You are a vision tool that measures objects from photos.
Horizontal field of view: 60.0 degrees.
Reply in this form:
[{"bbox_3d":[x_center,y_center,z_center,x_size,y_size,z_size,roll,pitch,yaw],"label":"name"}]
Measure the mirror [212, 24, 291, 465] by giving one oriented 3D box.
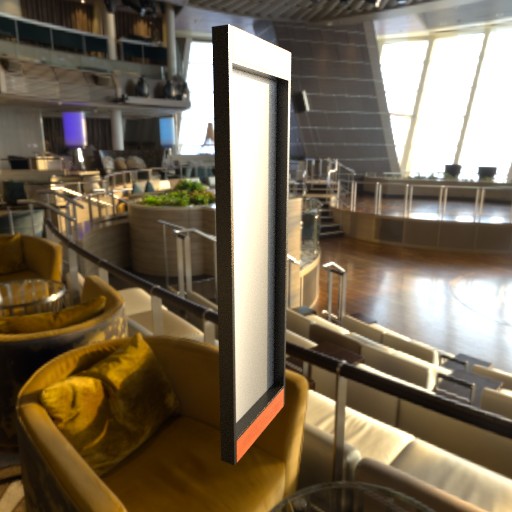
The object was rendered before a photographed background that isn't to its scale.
[{"bbox_3d":[0.000,0.000,1.258,0.047,1.123,0.343,7,16,27],"label":"mirror"}]
